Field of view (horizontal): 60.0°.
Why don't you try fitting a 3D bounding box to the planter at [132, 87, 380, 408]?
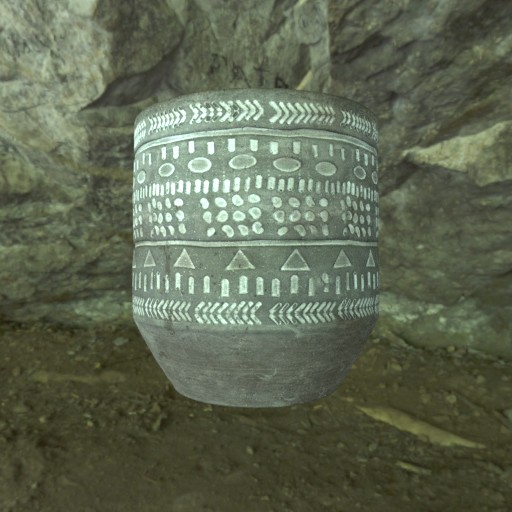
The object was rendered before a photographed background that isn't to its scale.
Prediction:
[{"bbox_3d":[0.000,0.000,0.265,0.142,0.149,0.142,0,0,0],"label":"planter"}]
